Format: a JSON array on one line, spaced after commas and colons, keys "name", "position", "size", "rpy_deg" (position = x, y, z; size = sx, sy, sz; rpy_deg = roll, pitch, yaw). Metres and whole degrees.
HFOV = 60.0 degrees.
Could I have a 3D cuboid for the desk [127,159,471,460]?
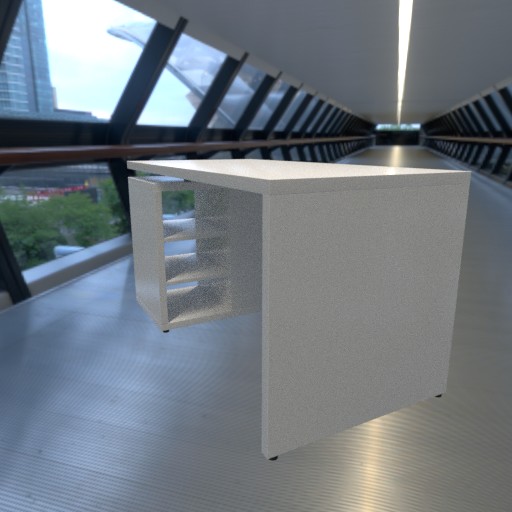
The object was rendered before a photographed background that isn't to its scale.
[{"name": "desk", "position": [0.000, 0.000, 1.837], "size": [0.690, 0.740, 1.400], "rpy_deg": [-7, 16, -28]}]
